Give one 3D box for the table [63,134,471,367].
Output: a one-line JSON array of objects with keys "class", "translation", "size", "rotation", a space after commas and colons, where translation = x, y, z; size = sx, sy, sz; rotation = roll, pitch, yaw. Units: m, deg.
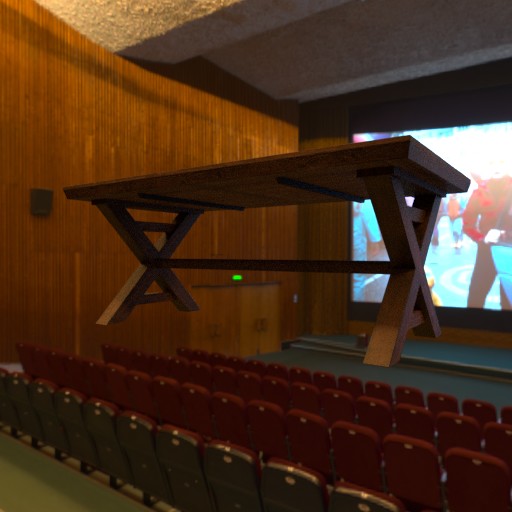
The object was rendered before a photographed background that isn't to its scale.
[{"class": "table", "translation": [0.000, 0.000, 2.426], "size": [1.966, 0.793, 1.071], "rotation": [0, 1, 35]}]
